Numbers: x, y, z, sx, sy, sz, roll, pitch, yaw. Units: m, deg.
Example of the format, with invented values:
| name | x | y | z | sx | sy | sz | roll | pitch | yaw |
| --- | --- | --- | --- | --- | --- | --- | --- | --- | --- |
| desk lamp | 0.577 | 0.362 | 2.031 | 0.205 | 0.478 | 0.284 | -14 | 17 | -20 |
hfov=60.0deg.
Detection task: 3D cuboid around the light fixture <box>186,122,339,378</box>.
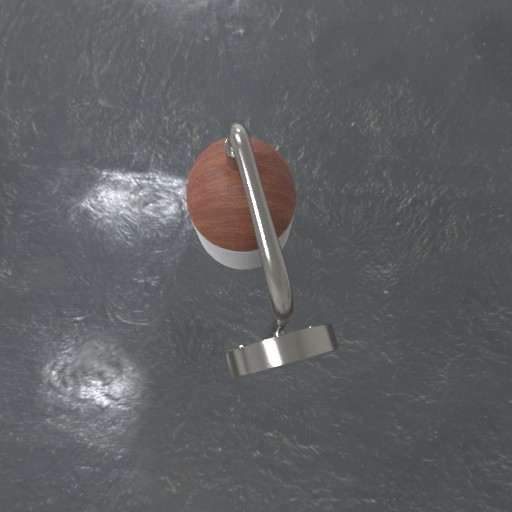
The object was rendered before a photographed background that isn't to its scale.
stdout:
| name | x | y | z | sx | sy | sz | roll | pitch | yaw |
| --- | --- | --- | --- | --- | --- | --- | --- | --- | --- |
| light fixture | 0.000 | 0.000 | 0.444 | 0.108 | 0.343 | 0.216 | -15 | 77 | -4 |
